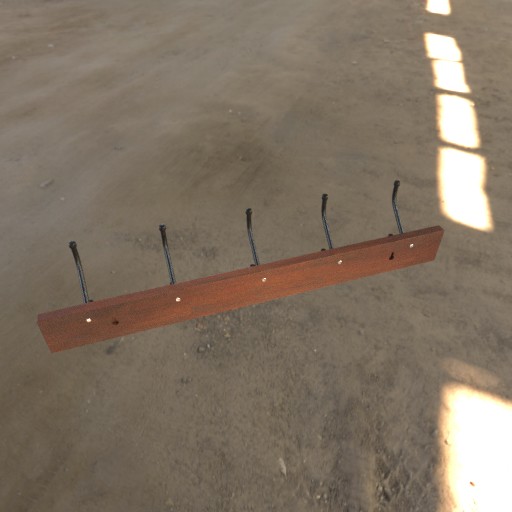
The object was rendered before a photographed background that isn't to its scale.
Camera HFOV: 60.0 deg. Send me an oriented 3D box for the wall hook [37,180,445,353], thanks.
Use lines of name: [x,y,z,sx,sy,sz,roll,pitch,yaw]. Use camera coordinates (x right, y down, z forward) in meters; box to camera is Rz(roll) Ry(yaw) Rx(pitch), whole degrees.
wall hook: [0.000,0.000,0.620,0.571,0.117,0.071,-12,42,-14]
